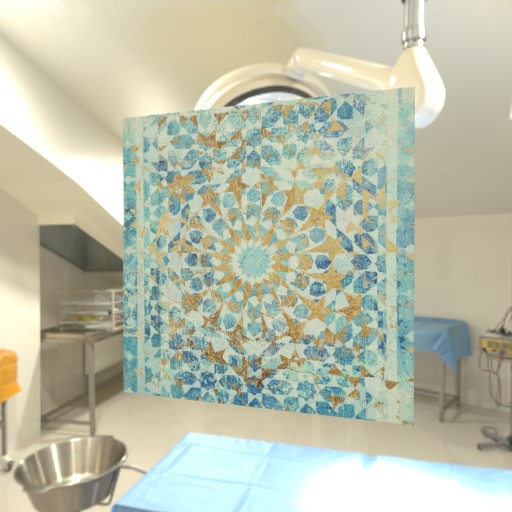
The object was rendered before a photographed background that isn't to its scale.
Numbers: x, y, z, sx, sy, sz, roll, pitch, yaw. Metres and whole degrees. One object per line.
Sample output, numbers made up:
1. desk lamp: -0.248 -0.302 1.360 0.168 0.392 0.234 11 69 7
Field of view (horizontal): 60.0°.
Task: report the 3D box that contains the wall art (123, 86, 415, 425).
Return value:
1. wall art: 0.000 0.000 0.907 0.609 0.609 0.040 0 1 18
